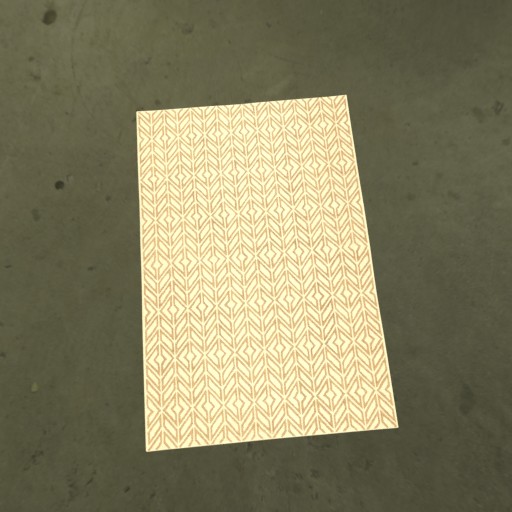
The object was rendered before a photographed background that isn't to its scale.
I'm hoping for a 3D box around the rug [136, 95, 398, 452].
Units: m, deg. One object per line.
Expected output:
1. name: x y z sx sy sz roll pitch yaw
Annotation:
1. rug: 0.000 0.000 2.350 1.220 0.007 1.828 -5 76 -1
